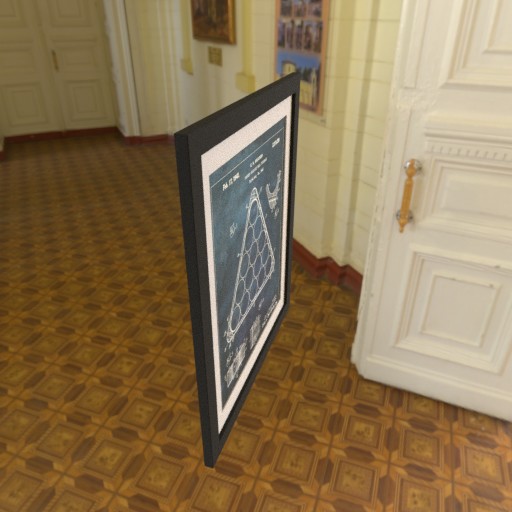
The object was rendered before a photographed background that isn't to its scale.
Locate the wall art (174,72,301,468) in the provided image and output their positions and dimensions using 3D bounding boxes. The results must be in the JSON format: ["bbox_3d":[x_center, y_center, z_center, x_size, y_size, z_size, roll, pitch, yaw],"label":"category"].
[{"bbox_3d":[0.000,0.000,0.518,0.010,0.361,0.311,10,32,17],"label":"wall art"}]
